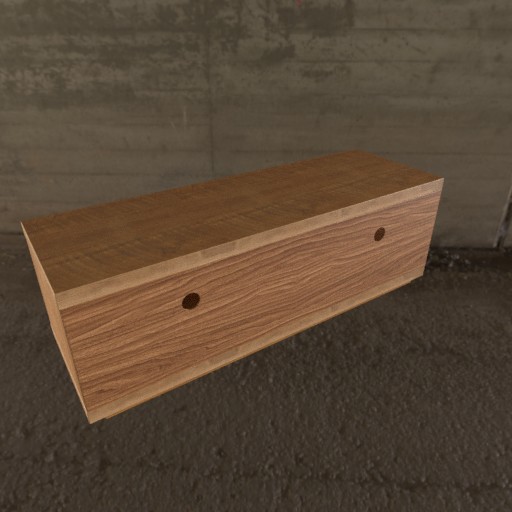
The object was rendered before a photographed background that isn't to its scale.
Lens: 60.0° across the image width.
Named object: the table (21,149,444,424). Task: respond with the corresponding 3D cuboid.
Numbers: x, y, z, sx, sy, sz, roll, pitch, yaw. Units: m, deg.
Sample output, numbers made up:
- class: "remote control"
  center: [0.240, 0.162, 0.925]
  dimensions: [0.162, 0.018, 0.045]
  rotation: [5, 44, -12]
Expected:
- class: "table"
  center: [0.000, 0.000, 1.735]
  dimensions: [1.499, 0.491, 0.499]
  rotation: [-18, 34, -29]
